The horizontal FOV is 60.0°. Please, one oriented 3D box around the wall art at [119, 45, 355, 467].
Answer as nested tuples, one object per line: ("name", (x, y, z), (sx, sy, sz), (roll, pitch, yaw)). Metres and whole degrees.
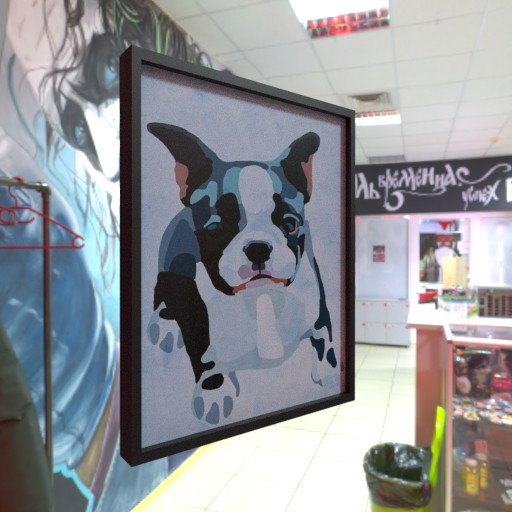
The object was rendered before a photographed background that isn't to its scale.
("wall art", (0.000, 0.000, 0.487), (0.294, 0.369, 0.030), (0, 0, -37))
